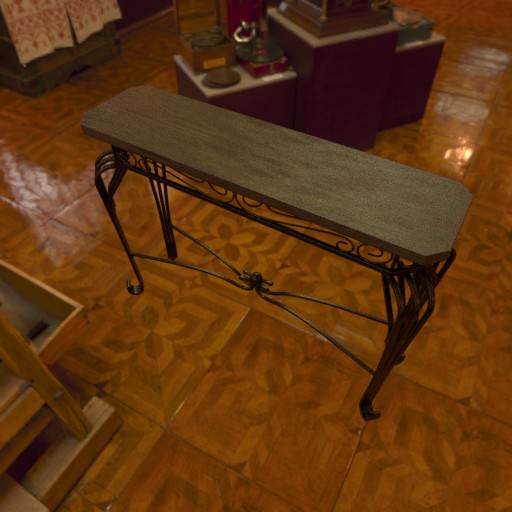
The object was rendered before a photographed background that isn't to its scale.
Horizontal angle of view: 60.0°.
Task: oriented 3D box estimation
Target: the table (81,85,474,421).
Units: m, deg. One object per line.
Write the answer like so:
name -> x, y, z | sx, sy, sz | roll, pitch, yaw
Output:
table -> 0.000, 0.000, 1.461 | 1.112, 0.800, 0.329 | 24, 51, 21
